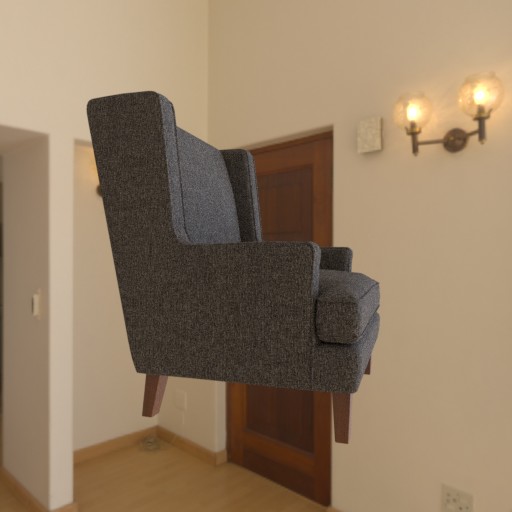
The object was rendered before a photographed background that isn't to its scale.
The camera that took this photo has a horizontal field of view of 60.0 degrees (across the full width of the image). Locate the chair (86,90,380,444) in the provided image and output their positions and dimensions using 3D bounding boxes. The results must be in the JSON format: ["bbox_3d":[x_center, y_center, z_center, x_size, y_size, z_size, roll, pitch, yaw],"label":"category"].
[{"bbox_3d":[0.000,0.000,1.804,0.927,1.082,0.942,0,0,19],"label":"chair"}]
